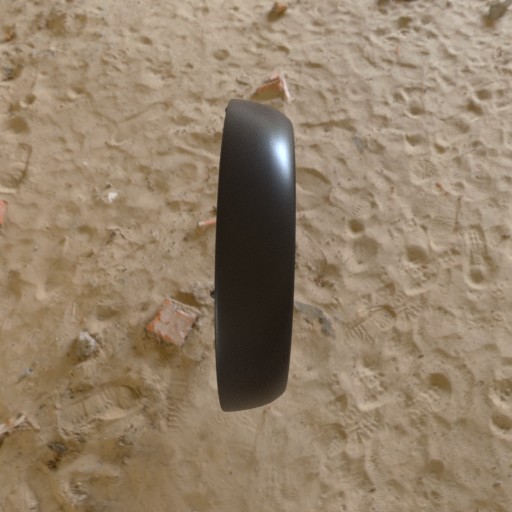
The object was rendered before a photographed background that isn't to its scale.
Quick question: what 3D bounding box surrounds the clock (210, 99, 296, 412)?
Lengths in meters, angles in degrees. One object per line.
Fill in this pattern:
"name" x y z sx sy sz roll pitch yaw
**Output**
"clock" 0.000 0.000 0.450 0.060 0.300 0.300 1 61 1
